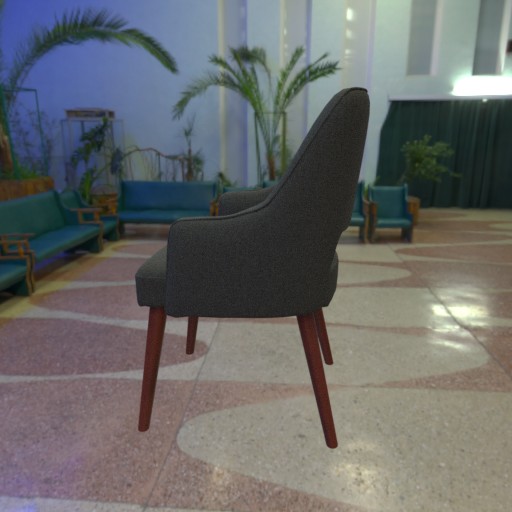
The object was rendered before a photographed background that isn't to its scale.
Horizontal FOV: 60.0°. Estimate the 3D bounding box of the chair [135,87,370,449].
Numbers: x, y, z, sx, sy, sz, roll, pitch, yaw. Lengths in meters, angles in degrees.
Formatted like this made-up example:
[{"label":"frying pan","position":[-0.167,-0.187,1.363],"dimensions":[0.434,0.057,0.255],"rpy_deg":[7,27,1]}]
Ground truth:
[{"label":"chair","position":[0.000,0.000,1.214],"dimensions":[0.560,0.838,0.559],"rpy_deg":[2,15,8]}]
